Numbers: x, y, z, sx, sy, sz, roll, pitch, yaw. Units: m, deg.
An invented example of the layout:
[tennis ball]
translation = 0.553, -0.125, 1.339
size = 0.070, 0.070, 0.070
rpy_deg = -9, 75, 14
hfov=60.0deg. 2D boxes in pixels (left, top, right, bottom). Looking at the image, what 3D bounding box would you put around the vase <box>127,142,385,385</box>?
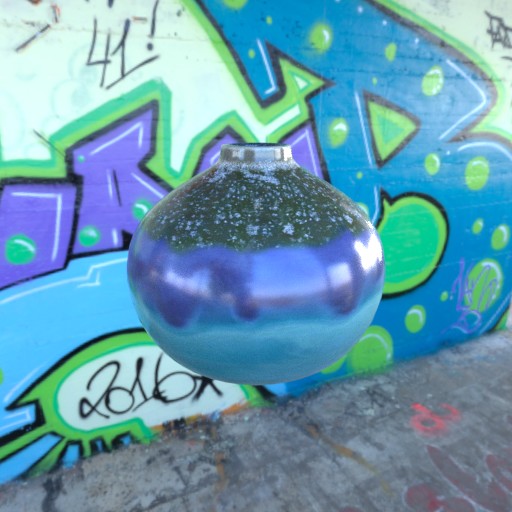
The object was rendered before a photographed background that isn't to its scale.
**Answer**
[vase]
translation = 0.000, 0.000, 0.272
size = 0.154, 0.133, 0.154
rpy_deg = 0, 18, 0
